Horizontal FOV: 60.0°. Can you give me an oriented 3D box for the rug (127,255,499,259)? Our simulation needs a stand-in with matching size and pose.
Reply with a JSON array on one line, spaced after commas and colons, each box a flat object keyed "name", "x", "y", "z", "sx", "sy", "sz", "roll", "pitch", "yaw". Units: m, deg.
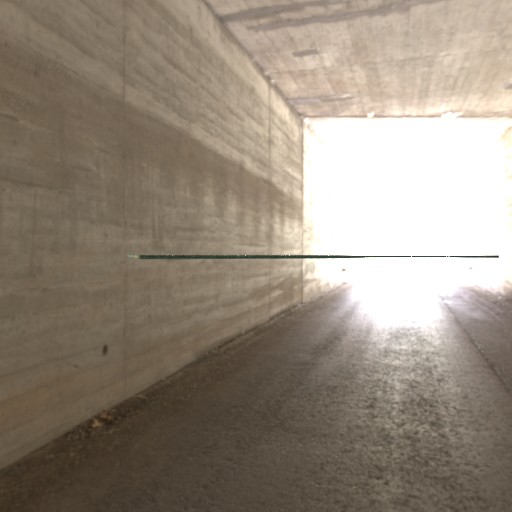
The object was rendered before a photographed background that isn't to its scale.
[{"name": "rug", "x": 0.000, "y": 0.000, "z": 2.229, "sx": 1.212, "sy": 0.010, "sz": 1.811, "roll": 0, "pitch": 0, "yaw": -17}]
